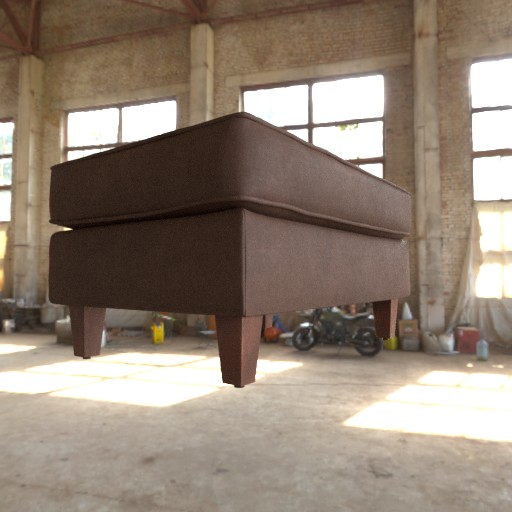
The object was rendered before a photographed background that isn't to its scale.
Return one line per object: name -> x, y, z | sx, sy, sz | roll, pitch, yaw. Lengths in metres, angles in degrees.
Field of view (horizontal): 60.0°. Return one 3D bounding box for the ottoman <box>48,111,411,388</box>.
ottoman -> 0.000, 0.000, 1.170 | 0.596, 0.481, 0.860 | -2, -3, 36
